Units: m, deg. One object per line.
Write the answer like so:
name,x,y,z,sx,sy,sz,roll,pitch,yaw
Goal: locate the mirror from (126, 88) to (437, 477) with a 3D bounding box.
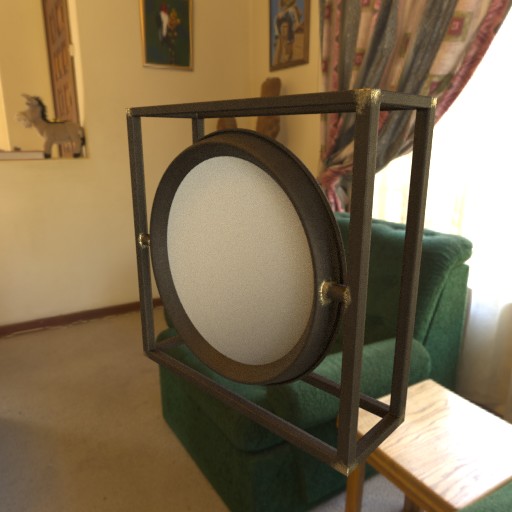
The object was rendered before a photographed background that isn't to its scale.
mirror,0.000,0.000,0.465,0.306,0.303,0.107,14,21,42
